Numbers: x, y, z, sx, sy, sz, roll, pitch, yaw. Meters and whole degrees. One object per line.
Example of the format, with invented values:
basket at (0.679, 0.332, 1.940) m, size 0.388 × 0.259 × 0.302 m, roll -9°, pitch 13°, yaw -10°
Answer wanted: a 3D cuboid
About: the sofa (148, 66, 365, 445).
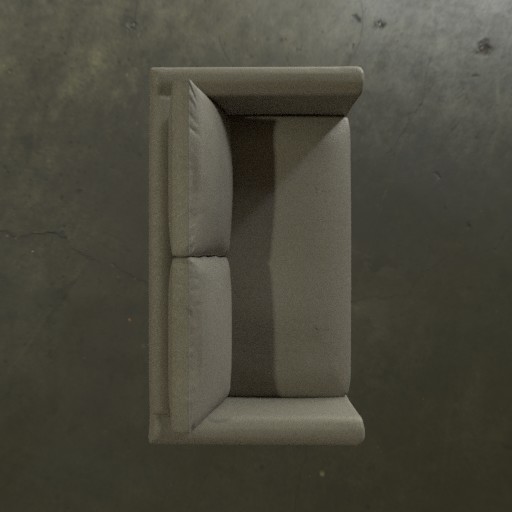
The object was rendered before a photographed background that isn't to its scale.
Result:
sofa at (0.000, 0.000, 2.085) m, size 0.899 × 0.873 × 1.598 m, roll 0°, pitch 90°, yaw 1°
